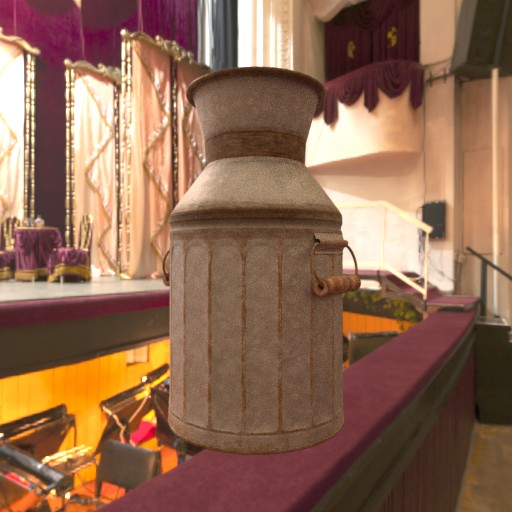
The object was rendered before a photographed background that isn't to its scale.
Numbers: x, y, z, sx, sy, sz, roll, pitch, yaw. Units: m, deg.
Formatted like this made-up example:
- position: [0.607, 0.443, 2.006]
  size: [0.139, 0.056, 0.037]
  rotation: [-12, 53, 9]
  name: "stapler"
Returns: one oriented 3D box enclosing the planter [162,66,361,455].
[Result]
- position: [0.000, 0.000, 0.545]
  size: [0.245, 0.396, 0.214]
  rotation: [0, 0, 37]
  name: "planter"
